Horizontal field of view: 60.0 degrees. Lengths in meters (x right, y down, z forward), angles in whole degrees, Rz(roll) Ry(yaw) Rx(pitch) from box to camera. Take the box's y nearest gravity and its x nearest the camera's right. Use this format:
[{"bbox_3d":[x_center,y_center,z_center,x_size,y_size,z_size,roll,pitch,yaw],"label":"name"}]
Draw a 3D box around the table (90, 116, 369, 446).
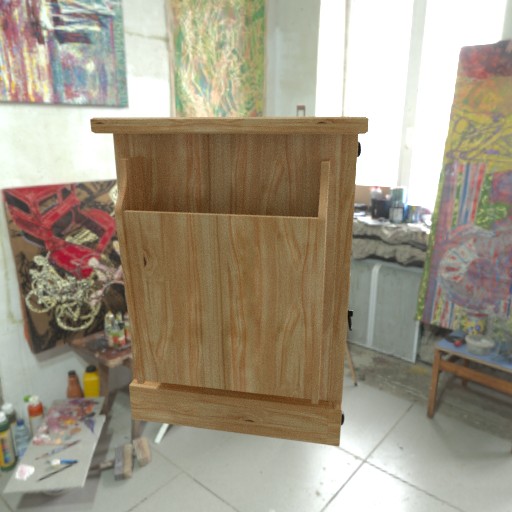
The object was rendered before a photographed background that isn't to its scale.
[{"bbox_3d":[0.000,0.000,0.875,0.380,0.515,0.530,3,17,11],"label":"table"}]
